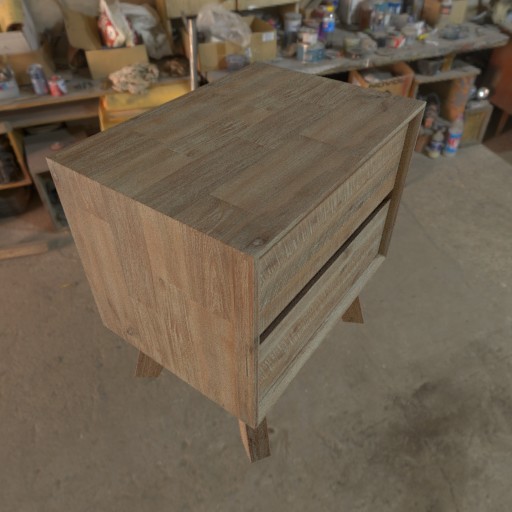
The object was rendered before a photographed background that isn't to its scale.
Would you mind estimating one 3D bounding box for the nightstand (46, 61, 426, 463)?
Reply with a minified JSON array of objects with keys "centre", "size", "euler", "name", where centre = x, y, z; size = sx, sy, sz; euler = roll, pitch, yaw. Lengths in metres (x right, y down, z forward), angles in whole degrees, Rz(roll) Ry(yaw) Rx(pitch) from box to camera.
[{"centre":[0.000,0.000,0.951],"size":[0.396,0.589,0.552],"euler":[26,47,26],"name":"nightstand"}]
